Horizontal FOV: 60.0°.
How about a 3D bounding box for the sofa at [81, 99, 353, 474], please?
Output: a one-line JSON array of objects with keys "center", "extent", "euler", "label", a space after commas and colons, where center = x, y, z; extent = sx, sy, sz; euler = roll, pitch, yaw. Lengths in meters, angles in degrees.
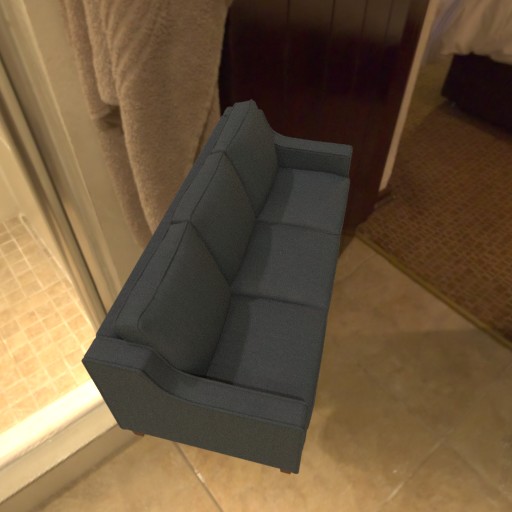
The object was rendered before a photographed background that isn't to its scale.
[{"center": [0.000, 0.000, 2.526], "extent": [0.911, 0.974, 1.986], "euler": [10, 48, 9], "label": "sofa"}]
